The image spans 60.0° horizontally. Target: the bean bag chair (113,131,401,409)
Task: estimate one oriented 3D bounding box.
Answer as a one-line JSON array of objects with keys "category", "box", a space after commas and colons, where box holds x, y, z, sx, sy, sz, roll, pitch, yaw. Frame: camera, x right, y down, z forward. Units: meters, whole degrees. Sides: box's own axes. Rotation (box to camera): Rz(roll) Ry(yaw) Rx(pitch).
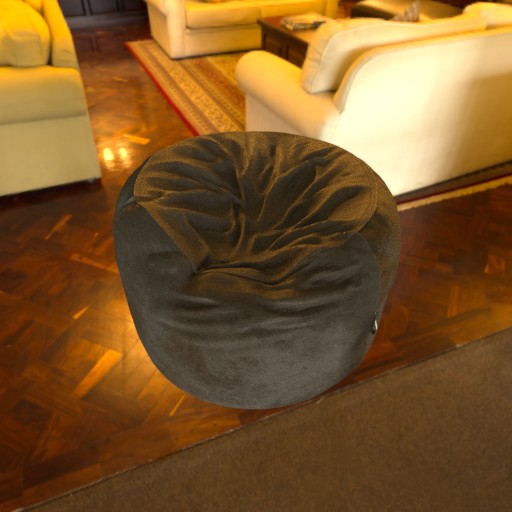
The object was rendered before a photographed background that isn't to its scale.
[{"category": "bean bag chair", "box": [0.000, 0.000, 1.525, 0.918, 0.605, 0.918, 0, 40, 0]}]
